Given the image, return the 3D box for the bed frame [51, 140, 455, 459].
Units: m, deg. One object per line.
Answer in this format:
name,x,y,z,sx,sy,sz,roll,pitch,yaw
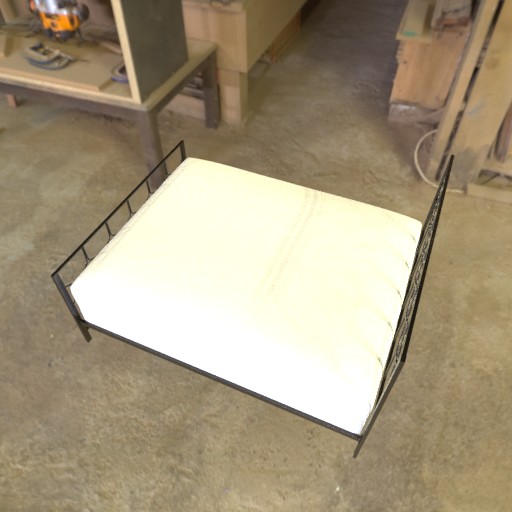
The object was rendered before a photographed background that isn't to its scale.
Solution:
bed frame,0.000,0.000,3.066,2.063,1.222,1.597,18,51,16
